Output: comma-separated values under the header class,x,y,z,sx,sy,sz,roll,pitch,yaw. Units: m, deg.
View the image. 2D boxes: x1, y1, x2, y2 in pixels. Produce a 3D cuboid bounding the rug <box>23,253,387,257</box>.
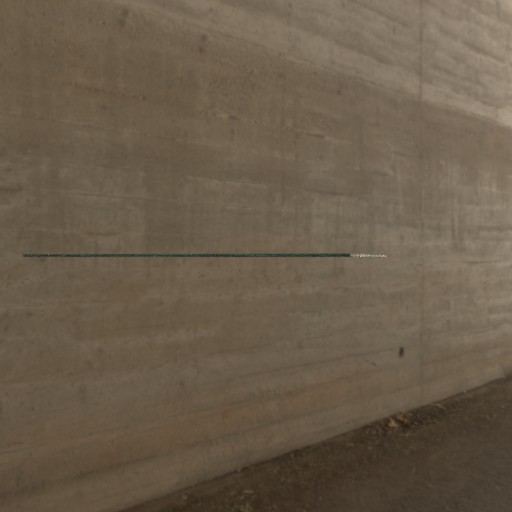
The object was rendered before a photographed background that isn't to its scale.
class,x,y,z,sx,sy,sz,roll,pitch,yaw
rug,0.000,0.000,2.311,1.212,0.010,1.811,0,0,20
